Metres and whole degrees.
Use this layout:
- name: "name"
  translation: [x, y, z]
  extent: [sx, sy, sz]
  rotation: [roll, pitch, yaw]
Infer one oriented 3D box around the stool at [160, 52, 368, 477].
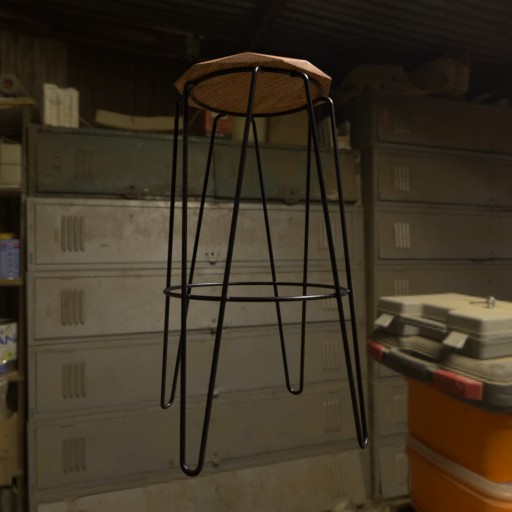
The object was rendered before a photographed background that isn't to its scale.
- name: "stool"
  translation: [0.000, 0.000, 0.791]
  extent: [0.326, 0.610, 0.326]
  rotation: [0, 1, -18]
